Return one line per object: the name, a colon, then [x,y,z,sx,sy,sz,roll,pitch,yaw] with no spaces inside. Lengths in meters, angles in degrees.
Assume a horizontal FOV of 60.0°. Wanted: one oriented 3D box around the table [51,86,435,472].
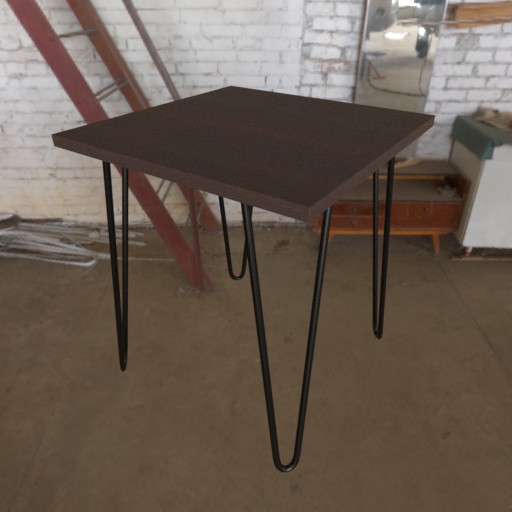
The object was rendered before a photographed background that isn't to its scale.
table: [0.000,0.000,0.946,0.495,0.559,0.495,20,37,29]
